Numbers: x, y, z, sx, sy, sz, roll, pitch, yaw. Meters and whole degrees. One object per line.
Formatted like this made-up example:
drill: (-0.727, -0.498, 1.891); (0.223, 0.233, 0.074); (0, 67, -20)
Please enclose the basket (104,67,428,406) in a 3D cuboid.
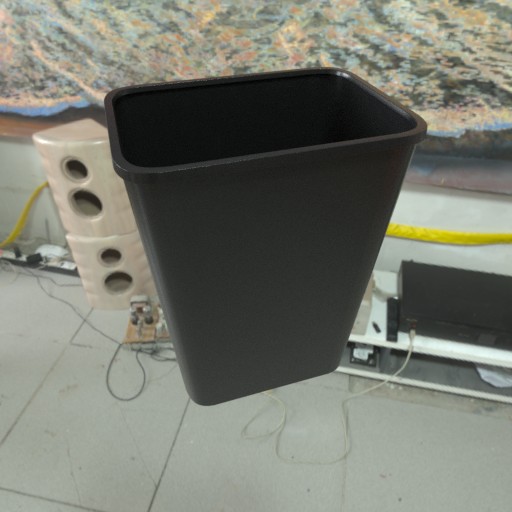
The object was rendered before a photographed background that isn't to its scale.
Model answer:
basket: (0.000, 0.000, 0.765); (0.394, 0.521, 0.287); (-11, 41, -14)
